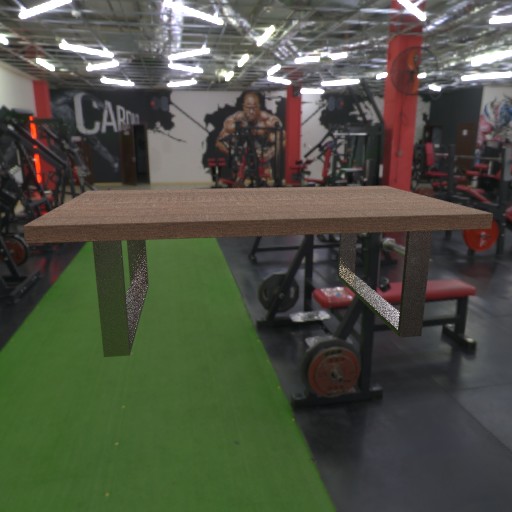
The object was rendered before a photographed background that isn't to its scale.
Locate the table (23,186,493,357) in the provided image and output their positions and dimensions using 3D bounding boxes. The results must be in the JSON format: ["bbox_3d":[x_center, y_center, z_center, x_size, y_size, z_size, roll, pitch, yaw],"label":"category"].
[{"bbox_3d":[0.000,0.000,1.743,1.400,0.440,0.800,-2,15,-8],"label":"table"}]
